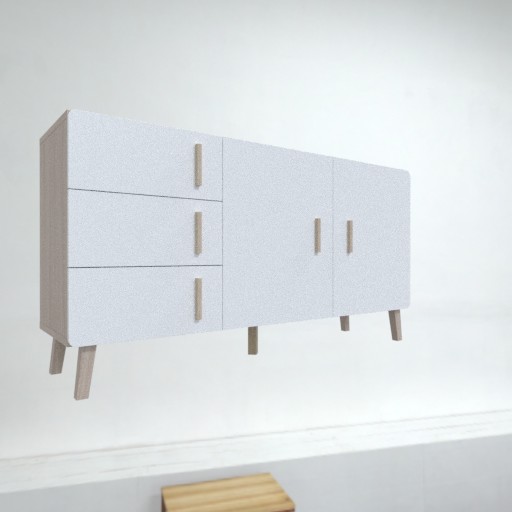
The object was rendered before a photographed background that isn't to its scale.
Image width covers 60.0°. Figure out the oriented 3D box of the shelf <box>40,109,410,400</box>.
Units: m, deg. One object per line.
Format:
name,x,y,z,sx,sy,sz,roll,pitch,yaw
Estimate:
shelf,0.000,0.000,1.751,1.490,0.780,0.400,0,0,-36
